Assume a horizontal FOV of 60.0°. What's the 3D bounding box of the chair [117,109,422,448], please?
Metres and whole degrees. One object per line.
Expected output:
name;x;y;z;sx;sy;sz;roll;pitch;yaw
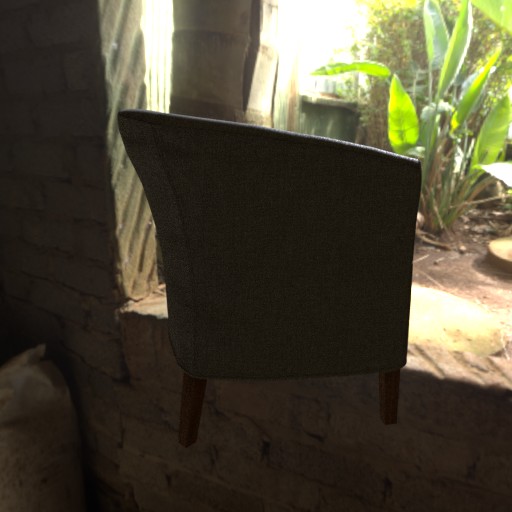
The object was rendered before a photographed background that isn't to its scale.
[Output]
chair;0.000;0.000;1.231;0.668;0.771;0.600;-3;17;-10
